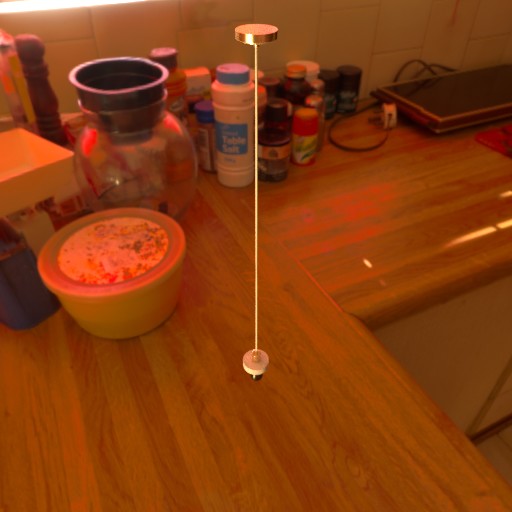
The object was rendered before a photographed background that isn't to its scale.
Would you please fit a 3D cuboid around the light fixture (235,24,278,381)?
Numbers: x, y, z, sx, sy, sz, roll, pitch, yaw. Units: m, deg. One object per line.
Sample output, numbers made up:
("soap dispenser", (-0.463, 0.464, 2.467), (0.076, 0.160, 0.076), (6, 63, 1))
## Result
("light fixture", (0.000, 0.000, 1.788), (0.129, 1.669, 0.129), (23, 45, 25))
